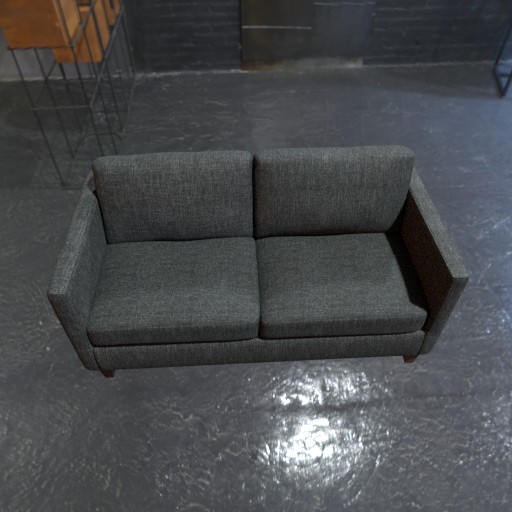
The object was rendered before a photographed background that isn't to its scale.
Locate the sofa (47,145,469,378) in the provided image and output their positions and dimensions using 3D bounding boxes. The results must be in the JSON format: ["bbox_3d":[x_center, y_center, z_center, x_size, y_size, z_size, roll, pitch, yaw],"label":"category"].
[{"bbox_3d":[0.000,0.000,2.425,1.884,0.963,0.950,-2,46,-2],"label":"sofa"}]
